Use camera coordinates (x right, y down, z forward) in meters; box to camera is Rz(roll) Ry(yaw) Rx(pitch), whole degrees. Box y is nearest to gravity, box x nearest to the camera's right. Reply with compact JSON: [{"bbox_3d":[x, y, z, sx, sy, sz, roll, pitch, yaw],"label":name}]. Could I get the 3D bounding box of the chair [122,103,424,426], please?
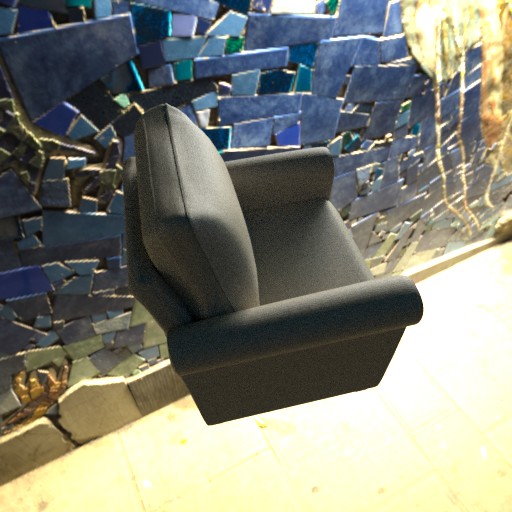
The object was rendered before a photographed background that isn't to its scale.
[{"bbox_3d":[0.000,0.000,2.295,1.180,1.349,1.275,-10,47,-9],"label":"chair"}]
